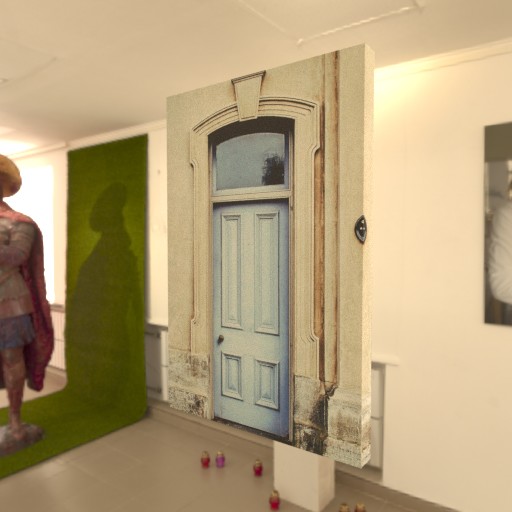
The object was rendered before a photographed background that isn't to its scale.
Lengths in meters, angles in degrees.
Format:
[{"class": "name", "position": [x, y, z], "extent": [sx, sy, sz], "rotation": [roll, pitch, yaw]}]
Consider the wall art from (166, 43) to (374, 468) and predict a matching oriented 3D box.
[{"class": "wall art", "position": [0.000, 0.000, 0.765], "extent": [0.403, 0.607, 0.036], "rotation": [2, 3, 36]}]
